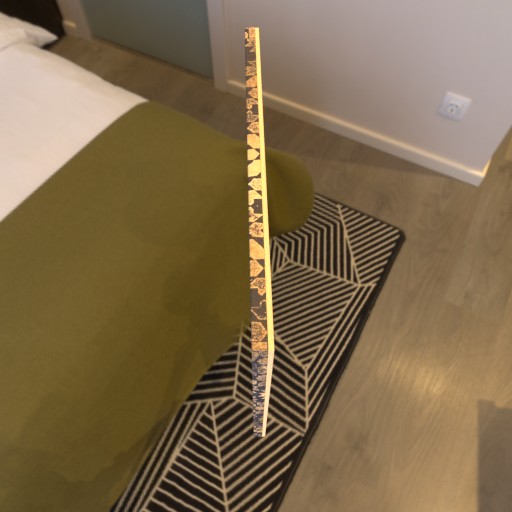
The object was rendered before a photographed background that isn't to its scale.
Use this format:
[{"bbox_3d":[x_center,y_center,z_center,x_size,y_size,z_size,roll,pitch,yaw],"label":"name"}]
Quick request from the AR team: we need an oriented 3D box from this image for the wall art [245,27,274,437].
[{"bbox_3d":[0.000,0.000,1.371,0.038,0.914,0.914,-1,59,-1],"label":"wall art"}]
